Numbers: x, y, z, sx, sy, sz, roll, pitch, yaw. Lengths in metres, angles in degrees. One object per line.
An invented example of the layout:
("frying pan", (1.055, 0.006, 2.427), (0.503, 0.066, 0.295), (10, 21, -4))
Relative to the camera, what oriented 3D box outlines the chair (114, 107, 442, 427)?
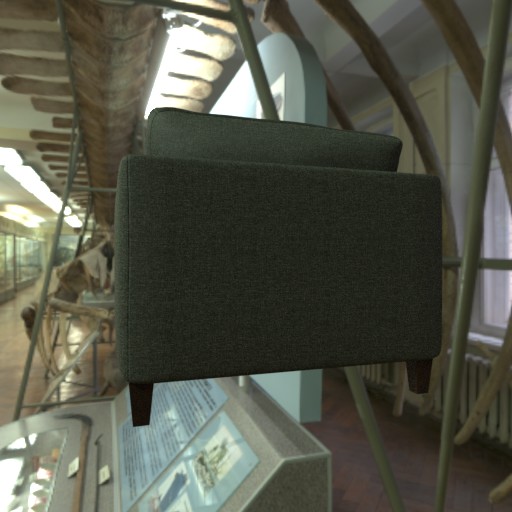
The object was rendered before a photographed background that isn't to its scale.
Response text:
("chair", (0.000, 0.000, 1.819), (1.107, 0.963, 0.959), (0, 0, -18))
